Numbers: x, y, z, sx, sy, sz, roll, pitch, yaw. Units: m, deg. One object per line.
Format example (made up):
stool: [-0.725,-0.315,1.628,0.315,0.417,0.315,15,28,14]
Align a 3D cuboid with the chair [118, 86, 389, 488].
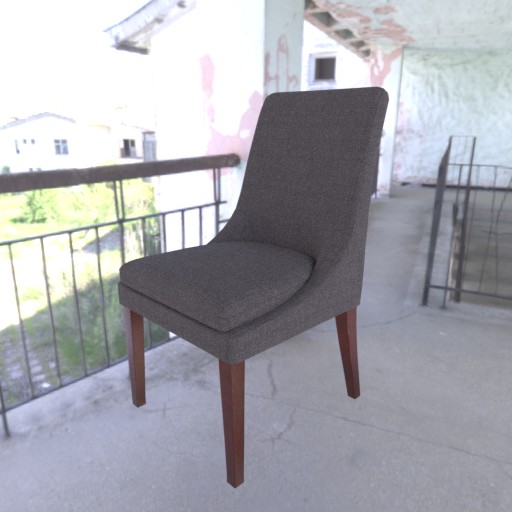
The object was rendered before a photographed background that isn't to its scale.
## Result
chair: [0.000,0.000,1.317,0.508,0.952,0.655,16,23,43]
